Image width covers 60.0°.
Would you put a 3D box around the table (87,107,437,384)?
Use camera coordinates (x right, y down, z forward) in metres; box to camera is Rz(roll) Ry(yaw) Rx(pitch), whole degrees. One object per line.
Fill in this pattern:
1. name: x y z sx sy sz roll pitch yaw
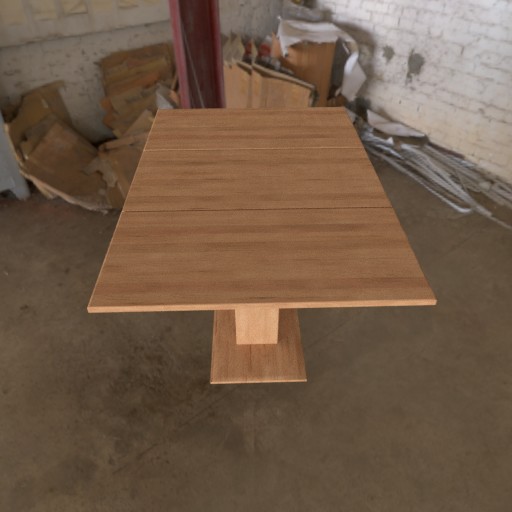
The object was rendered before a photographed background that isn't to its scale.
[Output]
1. table: 0.000 0.000 1.880 0.900 0.770 1.300 -1 40 -1
